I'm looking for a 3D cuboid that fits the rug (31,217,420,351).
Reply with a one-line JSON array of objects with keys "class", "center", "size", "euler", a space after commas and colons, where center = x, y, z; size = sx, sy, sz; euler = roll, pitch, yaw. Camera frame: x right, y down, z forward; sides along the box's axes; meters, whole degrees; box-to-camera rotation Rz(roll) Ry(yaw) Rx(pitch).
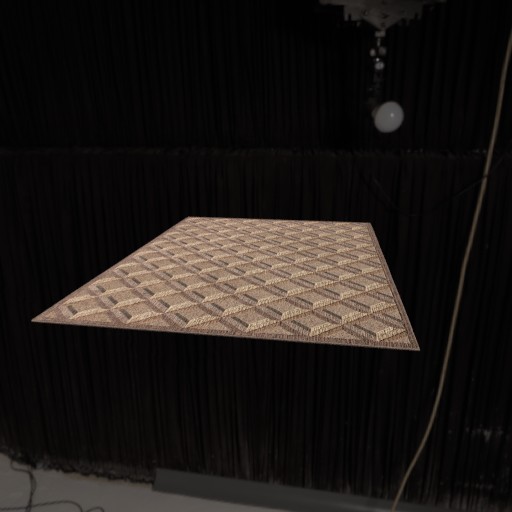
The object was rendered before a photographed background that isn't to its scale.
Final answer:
[{"class": "rug", "center": [0.000, 0.000, 4.196], "size": [2.382, 0.018, 3.294], "euler": [3, 17, 9]}]
